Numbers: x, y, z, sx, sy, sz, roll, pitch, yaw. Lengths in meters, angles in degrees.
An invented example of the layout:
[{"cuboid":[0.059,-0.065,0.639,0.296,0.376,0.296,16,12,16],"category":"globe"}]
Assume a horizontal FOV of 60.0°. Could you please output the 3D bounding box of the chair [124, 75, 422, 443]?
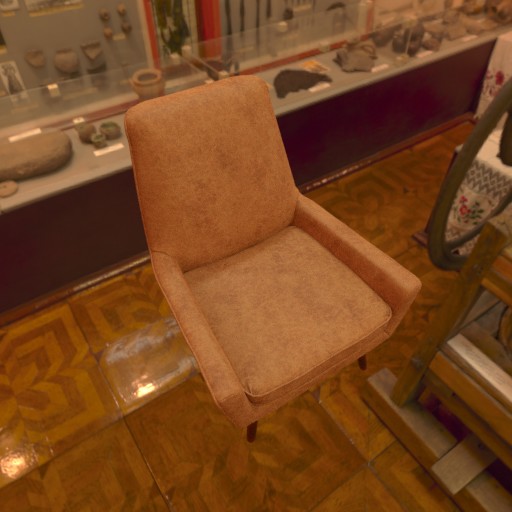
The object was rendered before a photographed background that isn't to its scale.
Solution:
[{"cuboid":[0.000,0.000,1.521,0.753,0.883,0.851,-25,52,-21],"category":"chair"}]
